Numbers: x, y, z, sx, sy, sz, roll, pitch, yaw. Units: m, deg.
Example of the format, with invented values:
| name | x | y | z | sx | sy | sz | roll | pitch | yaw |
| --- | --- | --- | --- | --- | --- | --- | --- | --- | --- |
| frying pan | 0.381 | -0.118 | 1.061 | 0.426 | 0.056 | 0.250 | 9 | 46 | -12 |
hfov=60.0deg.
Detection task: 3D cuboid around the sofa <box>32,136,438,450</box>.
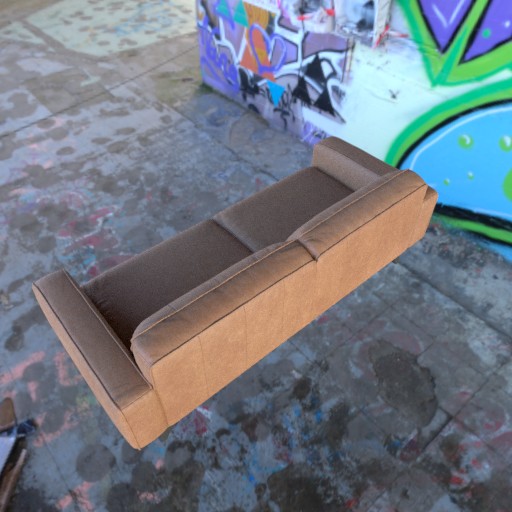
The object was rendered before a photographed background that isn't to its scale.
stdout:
| name | x | y | z | sx | sy | sz | roll | pitch | yaw |
| --- | --- | --- | --- | --- | --- | --- | --- | --- | --- |
| sofa | 0.000 | 0.000 | 2.648 | 2.270 | 0.780 | 0.953 | -31 | 53 | -27 |
